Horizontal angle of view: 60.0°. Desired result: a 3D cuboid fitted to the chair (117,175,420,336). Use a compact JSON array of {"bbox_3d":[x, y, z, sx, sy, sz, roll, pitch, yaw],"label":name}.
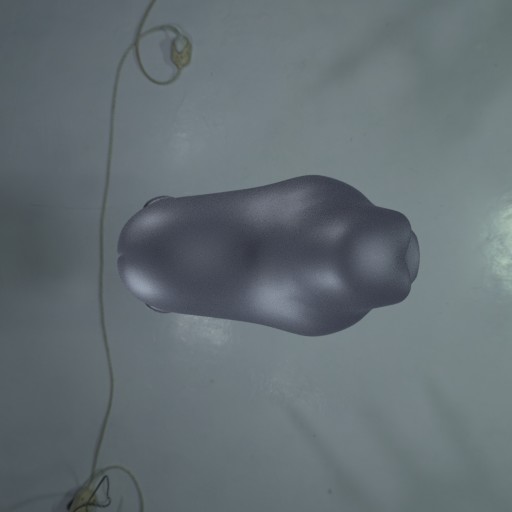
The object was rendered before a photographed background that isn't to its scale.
[{"bbox_3d":[0.000,0.000,1.145,0.758,0.600,0.490,0,91,0],"label":"chair"}]
